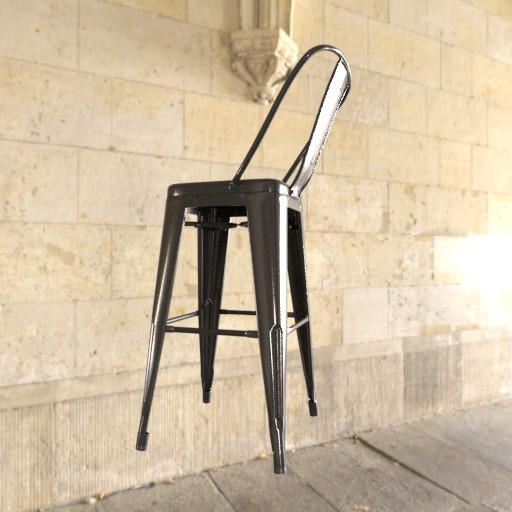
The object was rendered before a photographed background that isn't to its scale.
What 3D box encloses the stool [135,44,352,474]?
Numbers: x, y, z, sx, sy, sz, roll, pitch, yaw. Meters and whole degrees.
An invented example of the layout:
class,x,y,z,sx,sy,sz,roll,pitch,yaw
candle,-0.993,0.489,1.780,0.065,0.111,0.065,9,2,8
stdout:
class,x,y,z,sx,sy,sz,roll,pitch,yaw
stool,0.000,0.000,1.270,0.528,1.022,0.432,0,0,19
